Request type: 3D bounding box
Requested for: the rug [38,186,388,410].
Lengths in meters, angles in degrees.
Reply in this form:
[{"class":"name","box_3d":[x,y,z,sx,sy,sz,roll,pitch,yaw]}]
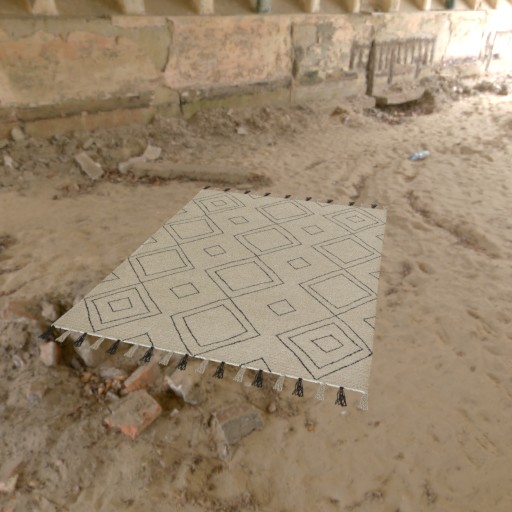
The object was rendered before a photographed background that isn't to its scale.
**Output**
[{"class":"rug","box_3d":[0.000,0.000,4.259,2.342,0.026,3.221,8,31,14]}]
